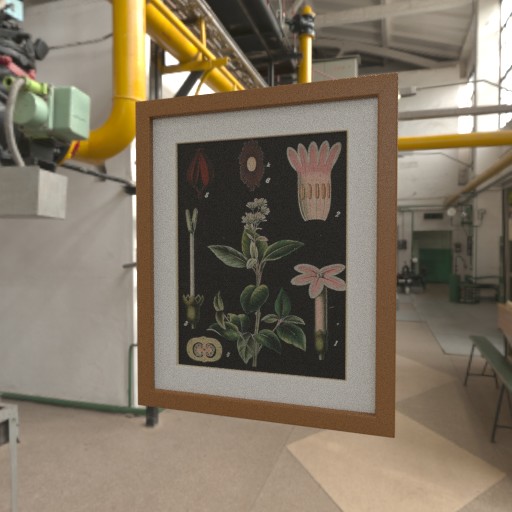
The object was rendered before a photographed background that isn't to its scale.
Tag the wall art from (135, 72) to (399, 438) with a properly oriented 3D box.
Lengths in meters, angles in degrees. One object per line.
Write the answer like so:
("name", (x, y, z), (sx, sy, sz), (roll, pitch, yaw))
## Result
("wall art", (0.000, 0.000, 0.743), (0.449, 0.550, 0.021), (1, 2, 18))
